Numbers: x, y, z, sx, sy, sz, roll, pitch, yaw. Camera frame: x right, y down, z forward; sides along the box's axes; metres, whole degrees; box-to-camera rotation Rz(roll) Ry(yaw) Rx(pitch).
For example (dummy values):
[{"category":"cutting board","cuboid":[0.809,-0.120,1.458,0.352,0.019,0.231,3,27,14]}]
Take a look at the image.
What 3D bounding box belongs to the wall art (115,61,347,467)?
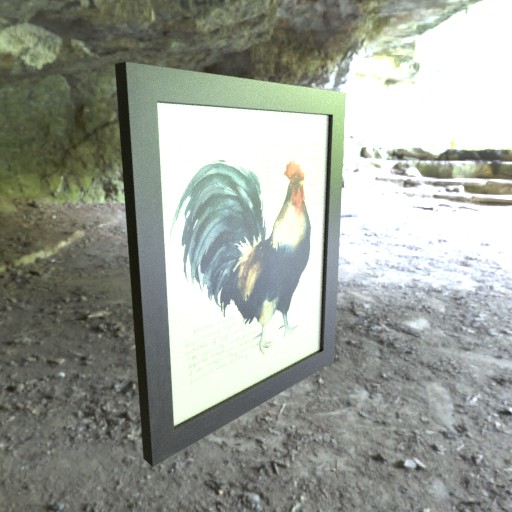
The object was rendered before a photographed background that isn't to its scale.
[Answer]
[{"category":"wall art","cuboid":[0.000,0.000,0.786,0.027,0.580,0.479,14,20,43]}]
